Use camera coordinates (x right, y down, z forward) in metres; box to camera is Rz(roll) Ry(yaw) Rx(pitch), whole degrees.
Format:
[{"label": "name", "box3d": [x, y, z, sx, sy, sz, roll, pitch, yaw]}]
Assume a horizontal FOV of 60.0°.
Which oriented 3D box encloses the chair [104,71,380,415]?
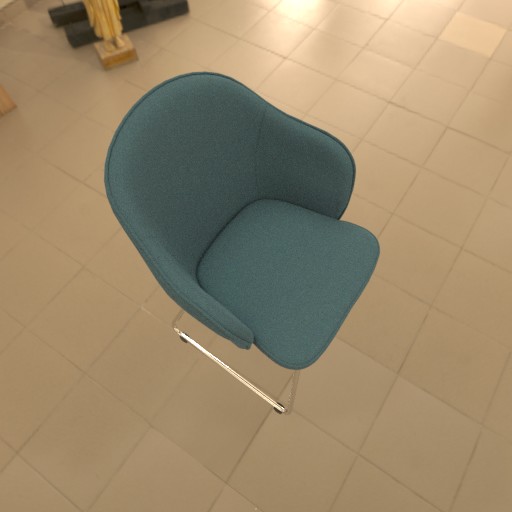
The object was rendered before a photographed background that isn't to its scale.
[{"label": "chair", "box3d": [0.000, 0.000, 1.211, 0.585, 0.815, 0.570, 30, 65, 16]}]
